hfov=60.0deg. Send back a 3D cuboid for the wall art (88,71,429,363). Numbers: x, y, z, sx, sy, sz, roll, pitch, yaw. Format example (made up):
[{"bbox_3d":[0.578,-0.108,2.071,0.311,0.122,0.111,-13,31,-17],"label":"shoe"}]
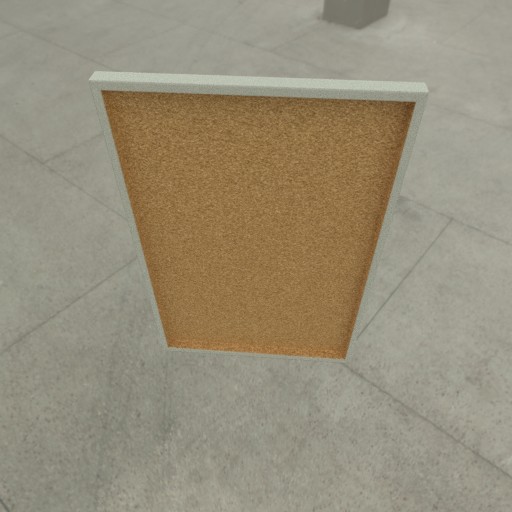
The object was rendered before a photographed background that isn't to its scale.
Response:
[{"bbox_3d":[0.000,0.000,1.134,0.610,0.914,0.038,3,46,3],"label":"wall art"}]
